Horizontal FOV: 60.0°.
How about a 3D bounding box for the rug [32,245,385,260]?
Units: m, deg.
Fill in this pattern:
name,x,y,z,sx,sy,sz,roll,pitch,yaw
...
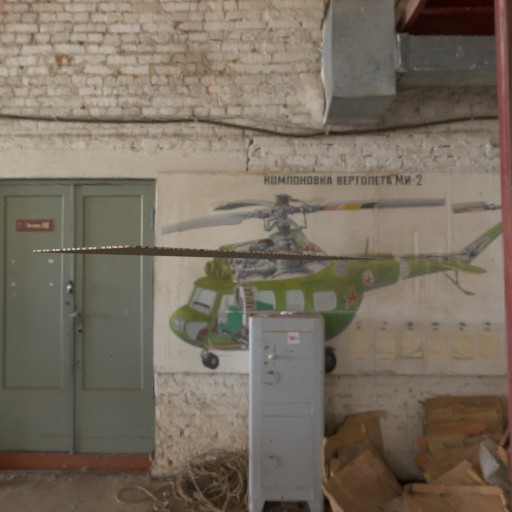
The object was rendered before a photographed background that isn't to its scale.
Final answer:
name,x,y,z,sx,sy,sz,roll,pitch,yaw
rug,0.000,0.000,2.586,0.676,0.008,2.277,-1,-2,37
